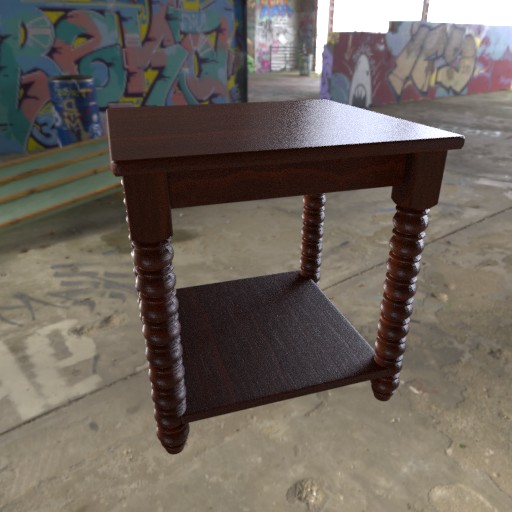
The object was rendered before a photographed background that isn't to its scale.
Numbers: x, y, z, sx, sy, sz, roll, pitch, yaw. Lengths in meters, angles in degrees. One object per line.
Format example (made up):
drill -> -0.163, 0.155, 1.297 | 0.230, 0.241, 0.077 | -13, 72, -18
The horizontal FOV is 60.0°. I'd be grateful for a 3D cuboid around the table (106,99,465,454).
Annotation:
table -> 0.000, 0.000, 0.952 | 0.533, 0.567, 0.500 | -8, 27, -16
